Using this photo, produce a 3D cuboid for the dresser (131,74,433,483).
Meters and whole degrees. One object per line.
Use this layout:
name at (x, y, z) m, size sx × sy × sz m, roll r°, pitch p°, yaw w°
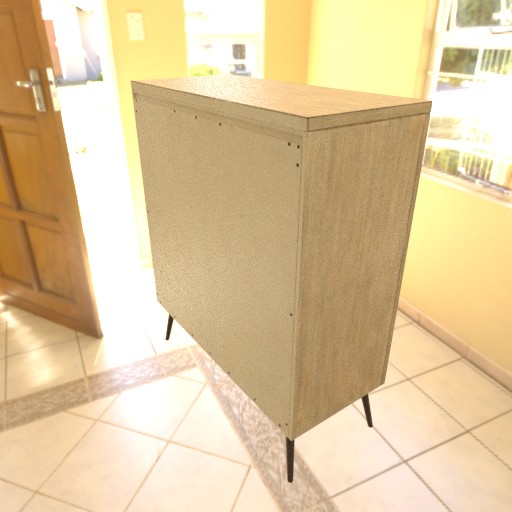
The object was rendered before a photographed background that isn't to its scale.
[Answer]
dresser at (0.000, 0.000, 1.716) m, size 0.457 × 1.219 × 1.016 m, roll -18°, pitch 32°, yaw -31°
